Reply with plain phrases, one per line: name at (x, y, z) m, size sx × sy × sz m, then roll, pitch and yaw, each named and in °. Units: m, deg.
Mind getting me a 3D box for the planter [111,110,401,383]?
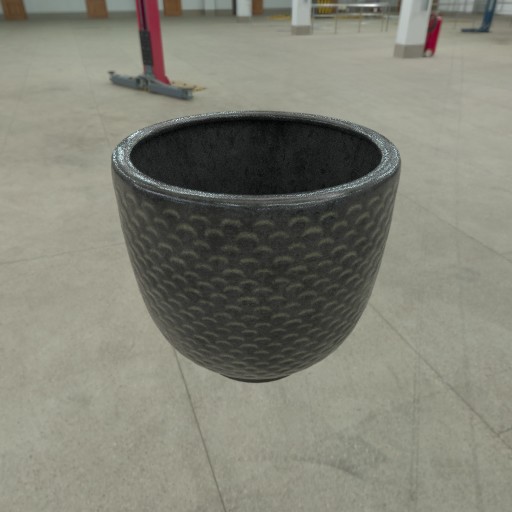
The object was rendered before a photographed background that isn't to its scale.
planter at (0.000, 0.000, 0.310) m, size 0.172 × 0.160 × 0.172 m, roll 0°, pitch 32°, yaw 0°
